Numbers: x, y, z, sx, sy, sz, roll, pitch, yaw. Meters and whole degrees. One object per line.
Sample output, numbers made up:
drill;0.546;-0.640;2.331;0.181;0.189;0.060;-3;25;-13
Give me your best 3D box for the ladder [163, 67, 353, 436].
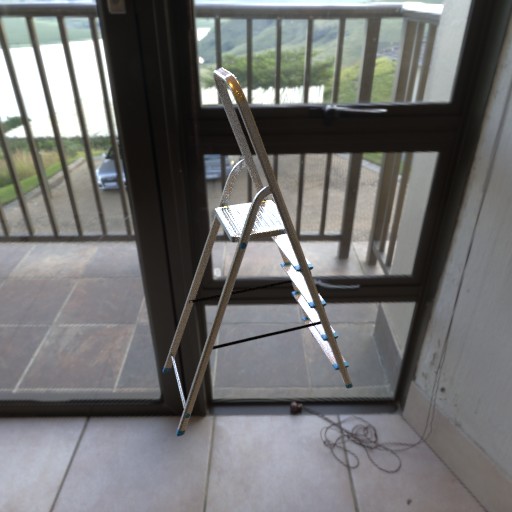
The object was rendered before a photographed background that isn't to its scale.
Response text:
ladder;0.000;0.000;2.091;0.990;1.648;0.468;-10;33;-16
